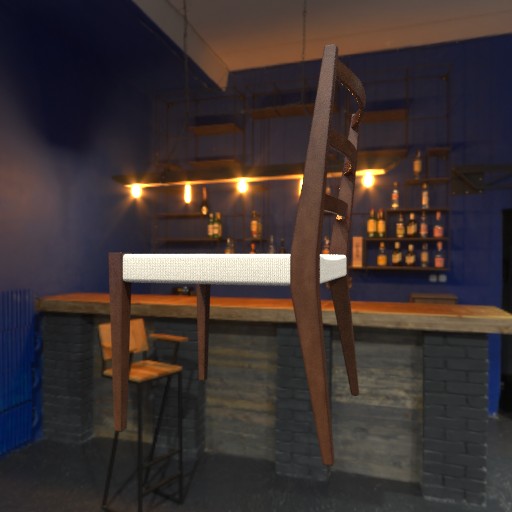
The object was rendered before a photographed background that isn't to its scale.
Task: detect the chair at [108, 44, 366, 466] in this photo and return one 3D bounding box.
[{"bbox_3d":[0.000,0.000,1.148,0.551,0.813,0.480,0,0,19],"label":"chair"}]
